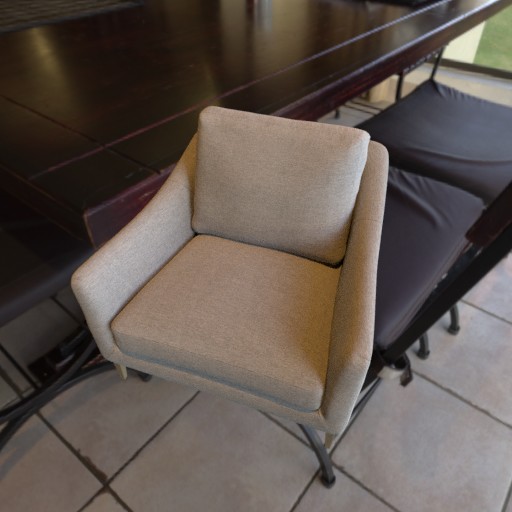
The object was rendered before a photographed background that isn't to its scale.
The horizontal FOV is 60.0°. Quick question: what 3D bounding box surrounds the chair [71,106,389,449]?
[{"bbox_3d":[0.000,0.000,1.736,0.986,0.902,0.961,13,42,15],"label":"chair"}]
